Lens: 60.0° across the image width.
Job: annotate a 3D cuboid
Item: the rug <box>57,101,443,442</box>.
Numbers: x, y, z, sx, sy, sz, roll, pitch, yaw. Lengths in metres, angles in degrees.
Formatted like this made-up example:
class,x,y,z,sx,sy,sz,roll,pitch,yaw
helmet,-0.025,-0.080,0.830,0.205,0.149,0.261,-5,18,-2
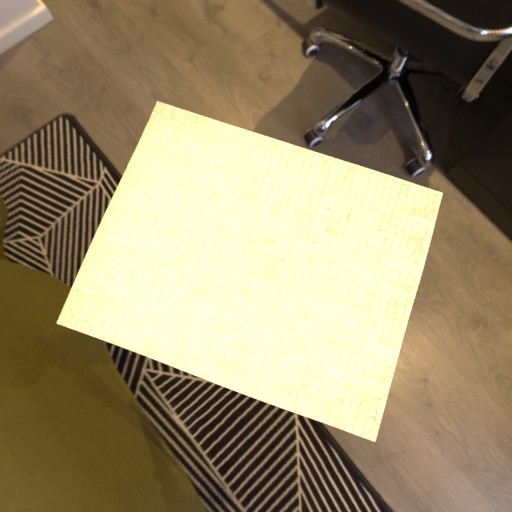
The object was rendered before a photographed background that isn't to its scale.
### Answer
class,x,y,z,sx,sy,sz,roll,pitch,yaw
rug,0.000,0.000,4.222,3.061,0.014,2.447,19,77,5
